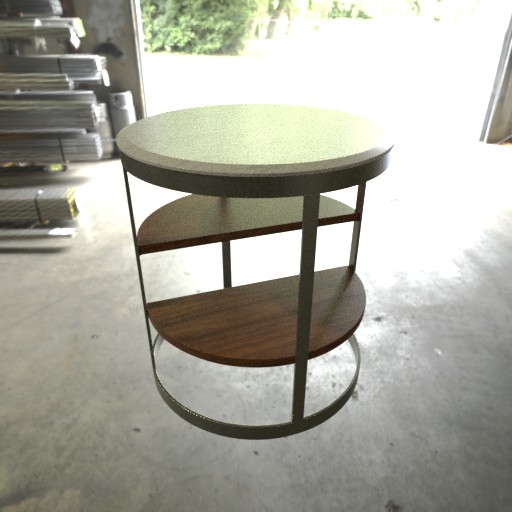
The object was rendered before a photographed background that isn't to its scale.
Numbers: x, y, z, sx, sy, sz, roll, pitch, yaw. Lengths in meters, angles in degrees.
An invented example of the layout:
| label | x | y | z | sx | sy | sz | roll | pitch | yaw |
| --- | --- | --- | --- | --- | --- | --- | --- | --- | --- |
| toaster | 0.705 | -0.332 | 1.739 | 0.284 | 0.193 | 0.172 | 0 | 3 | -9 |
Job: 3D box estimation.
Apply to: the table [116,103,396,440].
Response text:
| label | x | y | z | sx | sy | sz | roll | pitch | yaw |
| --- | --- | --- | --- | --- | --- | --- | --- | --- | --- |
| table | 0.000 | 0.000 | 0.774 | 0.407 | 0.447 | 0.407 | 0 | 29 | 0 |
